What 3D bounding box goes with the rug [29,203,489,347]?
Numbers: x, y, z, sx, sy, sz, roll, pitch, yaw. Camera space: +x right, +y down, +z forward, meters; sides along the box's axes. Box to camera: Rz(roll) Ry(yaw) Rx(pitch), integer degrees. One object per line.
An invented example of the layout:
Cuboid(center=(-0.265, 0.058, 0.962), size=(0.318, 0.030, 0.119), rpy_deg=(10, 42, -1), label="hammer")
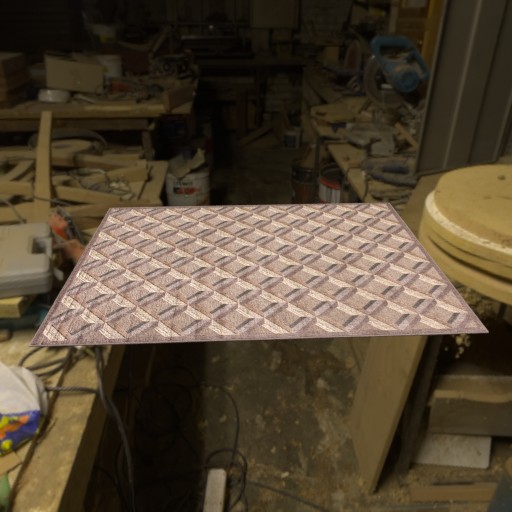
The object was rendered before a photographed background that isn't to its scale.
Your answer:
Cuboid(center=(0.000, 0.000, 4.188), size=(3.294, 0.018, 2.382), rpy_deg=(-1, 30, -2), label="rug")
